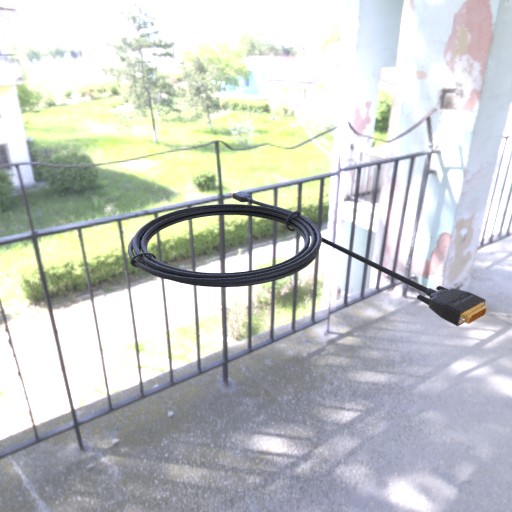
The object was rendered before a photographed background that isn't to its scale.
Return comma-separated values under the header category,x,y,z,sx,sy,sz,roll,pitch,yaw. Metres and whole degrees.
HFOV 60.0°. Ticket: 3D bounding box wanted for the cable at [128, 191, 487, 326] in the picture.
category,x,y,z,sx,sy,sz,roll,pitch,yaw
cable,0.000,0.000,0.513,0.257,0.030,0.422,-17,31,-31
